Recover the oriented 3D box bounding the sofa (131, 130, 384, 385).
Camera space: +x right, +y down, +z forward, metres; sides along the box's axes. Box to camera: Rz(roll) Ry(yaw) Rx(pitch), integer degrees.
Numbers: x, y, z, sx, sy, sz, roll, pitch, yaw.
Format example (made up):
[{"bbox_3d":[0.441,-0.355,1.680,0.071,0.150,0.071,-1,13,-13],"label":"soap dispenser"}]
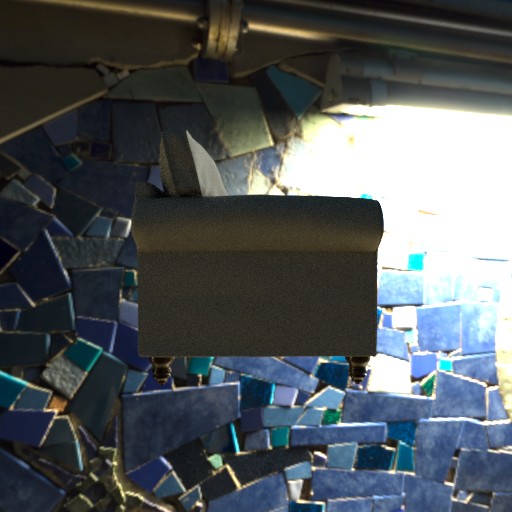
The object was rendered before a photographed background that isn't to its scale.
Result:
[{"bbox_3d":[0.000,0.000,2.584,0.916,0.961,2.084,0,1,-1],"label":"sofa"}]
